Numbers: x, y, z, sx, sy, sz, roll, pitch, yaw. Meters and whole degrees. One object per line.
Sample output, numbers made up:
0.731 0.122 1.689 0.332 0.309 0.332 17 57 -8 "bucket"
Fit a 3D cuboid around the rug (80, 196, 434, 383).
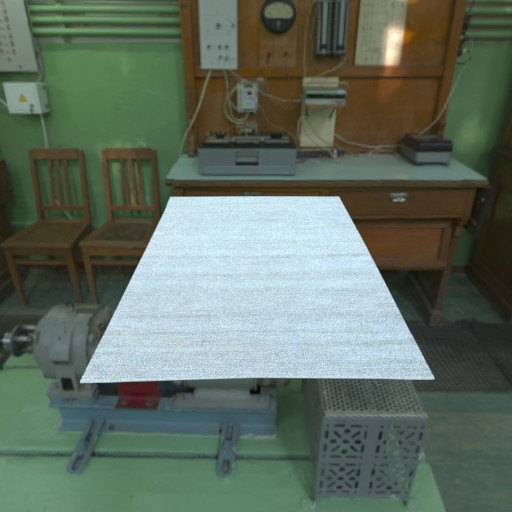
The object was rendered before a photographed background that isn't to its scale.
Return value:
0.000 0.000 2.273 1.179 0.022 1.820 0 27 0 "rug"
